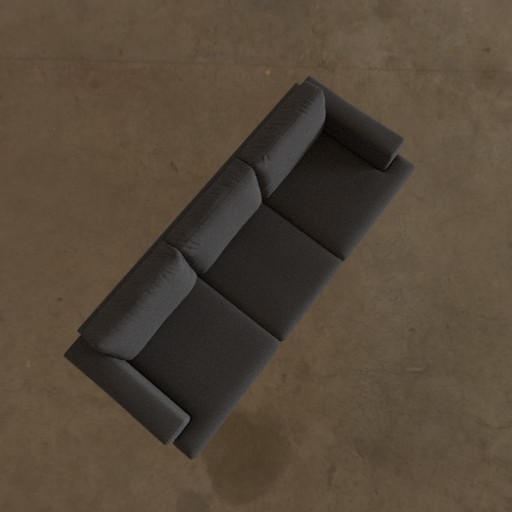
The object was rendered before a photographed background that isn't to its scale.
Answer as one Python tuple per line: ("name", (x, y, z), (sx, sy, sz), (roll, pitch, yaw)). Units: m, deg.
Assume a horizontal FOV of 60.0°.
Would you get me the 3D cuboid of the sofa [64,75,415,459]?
("sofa", (0.000, 0.000, 2.767), (0.920, 0.810, 2.310), (37, 78, 9))
